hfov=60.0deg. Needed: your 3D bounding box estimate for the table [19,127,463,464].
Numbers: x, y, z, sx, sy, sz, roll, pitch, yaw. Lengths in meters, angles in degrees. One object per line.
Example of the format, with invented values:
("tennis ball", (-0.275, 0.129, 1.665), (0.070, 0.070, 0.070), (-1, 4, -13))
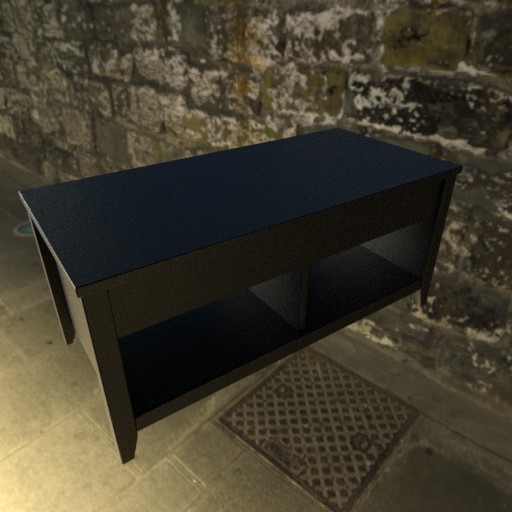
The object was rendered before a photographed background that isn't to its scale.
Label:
("table", (0.000, 0.000, 1.227), (1.016, 0.457, 0.483), (-19, 36, -29))
